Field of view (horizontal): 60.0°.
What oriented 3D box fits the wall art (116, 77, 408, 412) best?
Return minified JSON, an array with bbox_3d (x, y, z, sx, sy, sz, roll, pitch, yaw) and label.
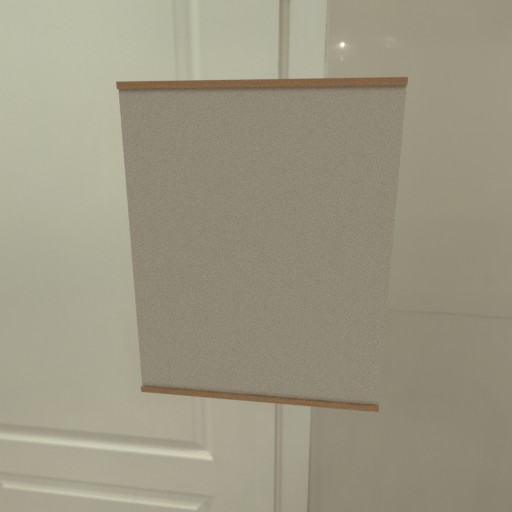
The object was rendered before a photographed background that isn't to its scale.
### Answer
[{"bbox_3d":[0.000,0.000,0.685,0.405,0.508,0.012,2,16,8],"label":"wall art"}]
